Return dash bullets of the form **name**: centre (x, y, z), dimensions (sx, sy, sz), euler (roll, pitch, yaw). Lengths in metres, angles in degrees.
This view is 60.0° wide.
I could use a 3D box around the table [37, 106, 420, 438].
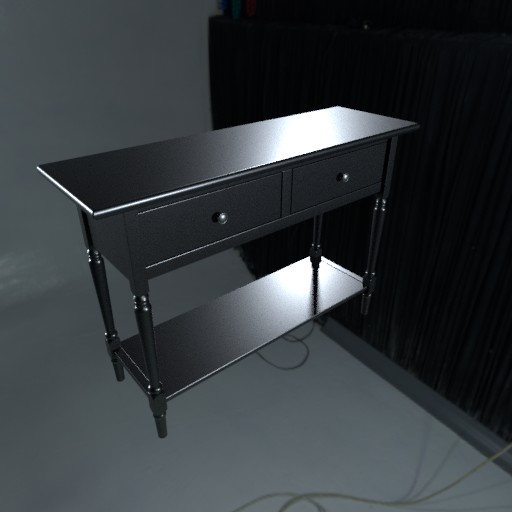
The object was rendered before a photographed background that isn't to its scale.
- **table**: centre (0.000, 0.000, 1.573), dimensions (1.191, 0.819, 0.386), euler (-22, 37, -33)
